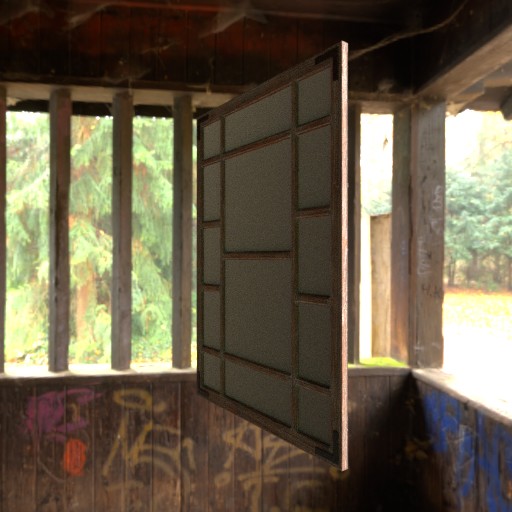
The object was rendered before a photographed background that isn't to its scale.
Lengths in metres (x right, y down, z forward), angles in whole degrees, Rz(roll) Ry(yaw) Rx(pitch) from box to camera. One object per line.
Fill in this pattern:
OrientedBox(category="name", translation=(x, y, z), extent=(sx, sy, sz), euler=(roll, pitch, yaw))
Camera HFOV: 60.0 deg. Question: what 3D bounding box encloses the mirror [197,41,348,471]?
OrientedBox(category="mirror", translation=(0.000, 0.000, 1.315), extent=(0.025, 0.996, 0.705), euler=(0, 0, -36))
